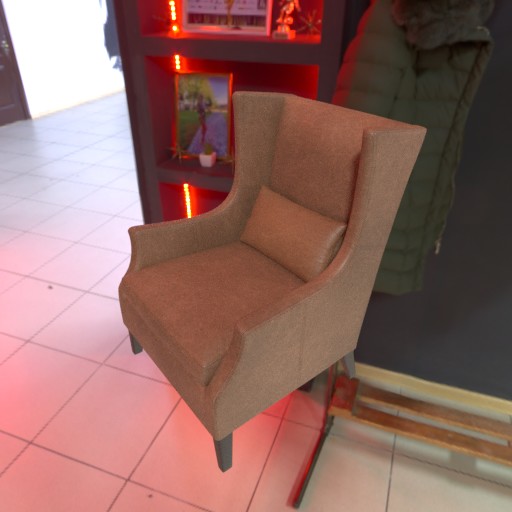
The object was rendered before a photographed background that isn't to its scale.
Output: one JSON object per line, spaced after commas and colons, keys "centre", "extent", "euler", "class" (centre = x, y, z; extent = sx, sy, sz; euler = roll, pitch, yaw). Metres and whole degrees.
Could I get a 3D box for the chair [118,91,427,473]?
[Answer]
{"centre": [0.000, 0.000, 1.739], "extent": [0.913, 1.088, 0.815], "euler": [-22, 37, -31], "class": "chair"}
